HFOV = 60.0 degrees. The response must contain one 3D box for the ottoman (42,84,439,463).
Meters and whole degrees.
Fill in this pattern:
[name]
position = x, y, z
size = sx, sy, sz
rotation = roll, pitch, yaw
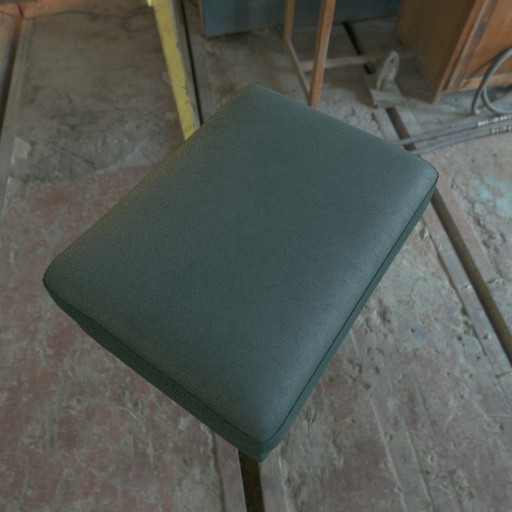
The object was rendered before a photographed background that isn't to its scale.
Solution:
[ottoman]
position = 0.000, 0.000, 1.144
size = 0.608, 0.449, 0.811
rotation = 31, 63, 18
